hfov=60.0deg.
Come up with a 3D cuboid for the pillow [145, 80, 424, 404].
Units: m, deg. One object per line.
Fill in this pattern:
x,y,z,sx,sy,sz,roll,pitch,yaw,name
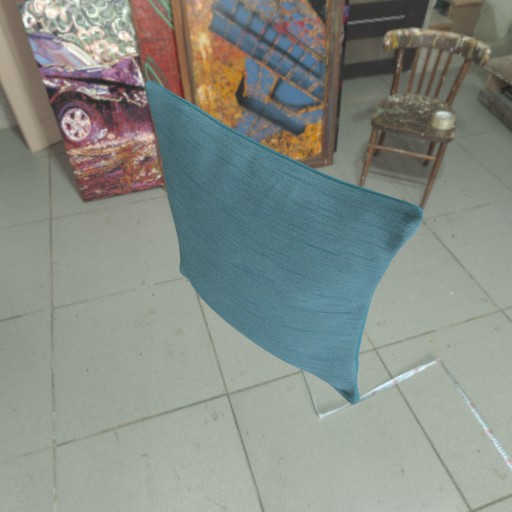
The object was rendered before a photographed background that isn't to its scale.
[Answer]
0.000,0.000,0.671,0.433,0.415,0.151,33,55,28,pillow
